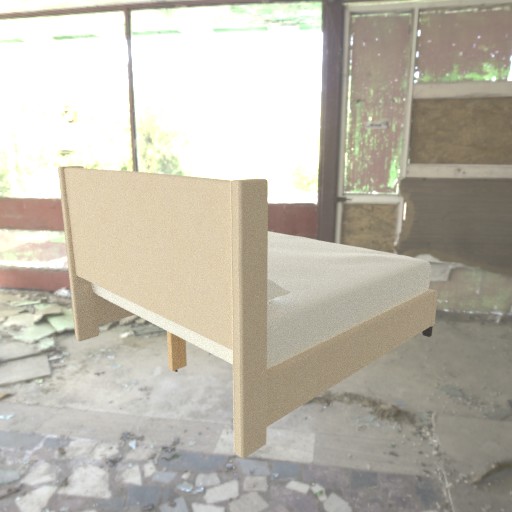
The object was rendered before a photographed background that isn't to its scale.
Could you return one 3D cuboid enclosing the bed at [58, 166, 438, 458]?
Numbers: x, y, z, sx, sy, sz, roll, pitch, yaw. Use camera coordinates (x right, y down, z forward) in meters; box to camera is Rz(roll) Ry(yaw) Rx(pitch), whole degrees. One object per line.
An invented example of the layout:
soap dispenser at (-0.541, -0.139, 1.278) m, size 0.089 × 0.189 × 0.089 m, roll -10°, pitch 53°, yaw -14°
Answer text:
bed at (0.000, 0.000, 3.697) m, size 2.293 × 1.471 × 2.145 m, roll -13°, pitch 19°, yaw -43°
